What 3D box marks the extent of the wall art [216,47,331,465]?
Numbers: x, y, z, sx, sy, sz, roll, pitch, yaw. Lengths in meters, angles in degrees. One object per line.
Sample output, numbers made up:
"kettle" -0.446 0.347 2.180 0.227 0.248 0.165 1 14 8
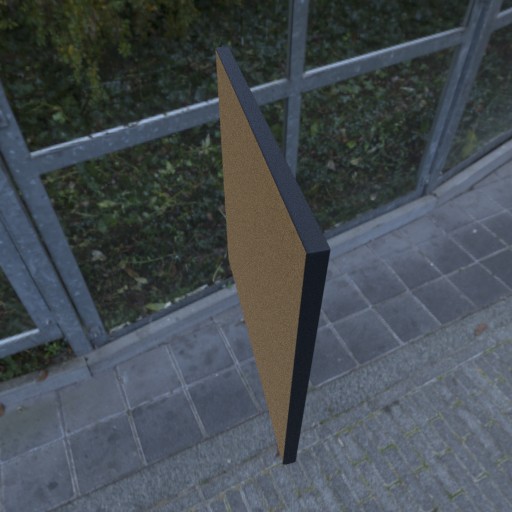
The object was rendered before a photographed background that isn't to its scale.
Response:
"wall art" 0.000 0.000 0.674 0.022 0.453 0.456 -9 46 -9
